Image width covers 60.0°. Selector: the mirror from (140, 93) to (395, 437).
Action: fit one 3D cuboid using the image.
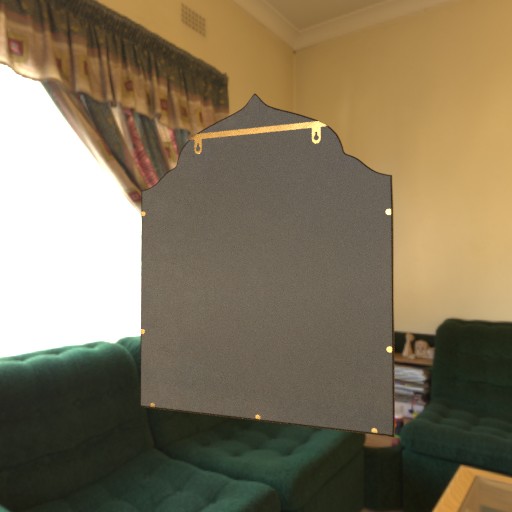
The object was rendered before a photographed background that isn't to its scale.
[{"bbox_3d":[0.000,0.000,0.865,0.513,0.635,0.018,0,-1,19],"label":"mirror"}]
